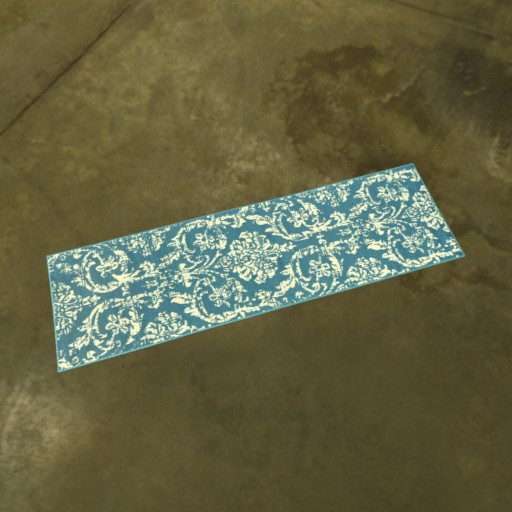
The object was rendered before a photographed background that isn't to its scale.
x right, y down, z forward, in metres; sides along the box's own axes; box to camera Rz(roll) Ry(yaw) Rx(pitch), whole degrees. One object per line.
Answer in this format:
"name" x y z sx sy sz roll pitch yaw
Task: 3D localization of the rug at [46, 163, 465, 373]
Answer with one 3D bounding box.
"rug" 0.000 0.000 2.422 2.196 0.011 0.662 -15 65 -7
